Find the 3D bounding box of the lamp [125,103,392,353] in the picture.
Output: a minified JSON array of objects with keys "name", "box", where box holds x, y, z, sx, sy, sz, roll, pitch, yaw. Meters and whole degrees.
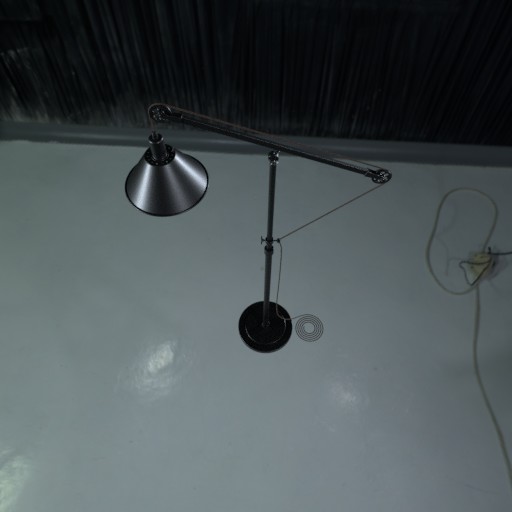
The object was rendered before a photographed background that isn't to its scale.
[{"name":"lamp","box":[0.000,0.000,1.932,0.904,1.626,0.319,1,59,1]}]
